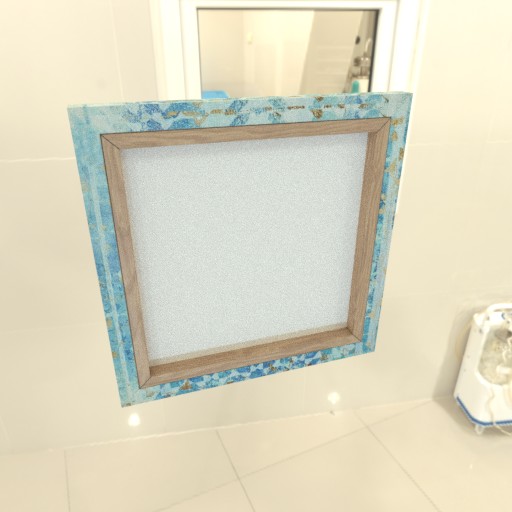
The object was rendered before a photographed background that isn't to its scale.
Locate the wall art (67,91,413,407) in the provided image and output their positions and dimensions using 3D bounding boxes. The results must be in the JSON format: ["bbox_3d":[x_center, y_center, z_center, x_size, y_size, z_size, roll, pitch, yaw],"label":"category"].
[{"bbox_3d":[0.000,0.000,0.901,0.609,0.609,0.040,-8,28,-16],"label":"wall art"}]
